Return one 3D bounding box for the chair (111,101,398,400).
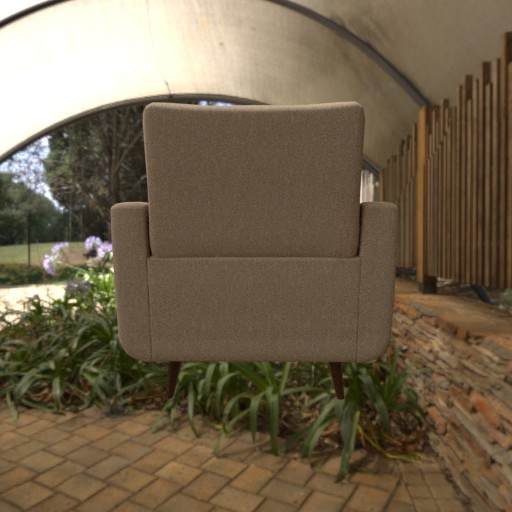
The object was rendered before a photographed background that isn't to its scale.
[{"bbox_3d":[0.000,0.000,1.829,0.897,0.965,1.128,0,1,1],"label":"chair"}]
